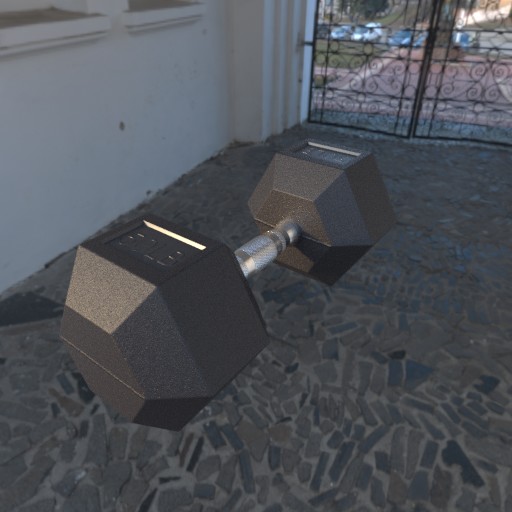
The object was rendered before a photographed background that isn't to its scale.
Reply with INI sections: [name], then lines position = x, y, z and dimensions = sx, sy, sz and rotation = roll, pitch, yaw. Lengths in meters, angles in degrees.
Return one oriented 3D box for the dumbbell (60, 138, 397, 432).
[dumbbell]
position = 0.000, 0.000, 0.459
dimensions = 0.173, 0.150, 0.384
rotation = 22, 39, 31
